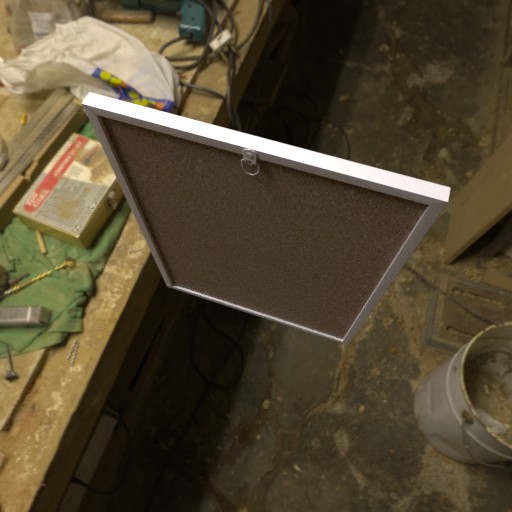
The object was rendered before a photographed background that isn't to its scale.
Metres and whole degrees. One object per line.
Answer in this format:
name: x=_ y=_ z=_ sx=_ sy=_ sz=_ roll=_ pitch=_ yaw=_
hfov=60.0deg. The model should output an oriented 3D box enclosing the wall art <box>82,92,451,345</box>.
wall art: x=0.000 y=0.000 z=1.402 sx=0.805 sy=1.056 sz=0.042 roll=17 pitch=65 yaw=8
